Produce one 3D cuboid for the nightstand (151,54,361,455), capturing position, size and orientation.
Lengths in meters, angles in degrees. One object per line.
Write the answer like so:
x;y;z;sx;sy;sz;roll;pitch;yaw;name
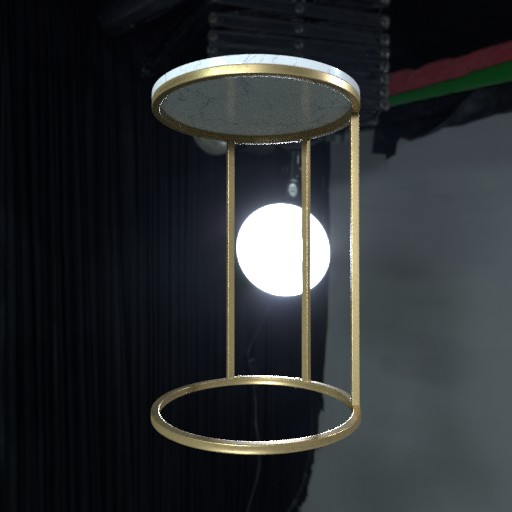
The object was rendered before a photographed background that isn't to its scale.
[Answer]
0.000;0.000;0.871;0.400;0.610;0.400;-1;-1;37;nightstand
